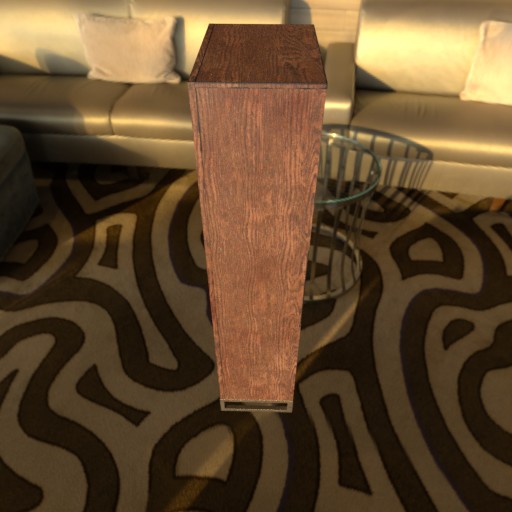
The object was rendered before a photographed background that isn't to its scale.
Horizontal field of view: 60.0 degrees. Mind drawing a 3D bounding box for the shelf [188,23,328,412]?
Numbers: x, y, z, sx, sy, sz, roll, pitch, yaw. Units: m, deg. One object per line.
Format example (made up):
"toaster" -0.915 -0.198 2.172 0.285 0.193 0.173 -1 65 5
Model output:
"shelf" 0.000 0.000 1.951 0.395 1.732 0.539 1 43 1
